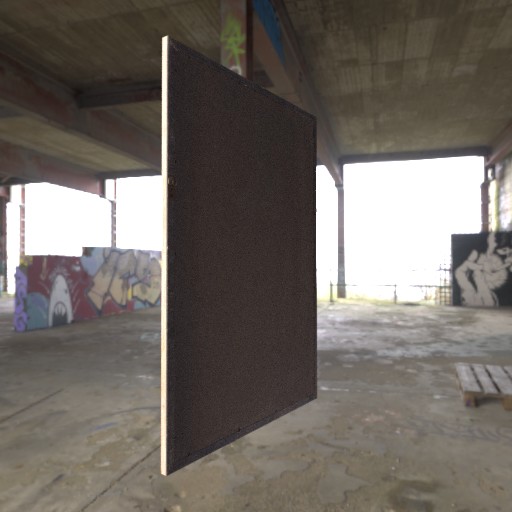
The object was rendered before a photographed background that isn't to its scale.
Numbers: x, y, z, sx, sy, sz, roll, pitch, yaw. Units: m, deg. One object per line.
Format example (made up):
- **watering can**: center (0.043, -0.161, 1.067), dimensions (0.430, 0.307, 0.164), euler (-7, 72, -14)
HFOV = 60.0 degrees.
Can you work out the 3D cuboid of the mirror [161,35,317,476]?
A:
- **mirror**: center (0.000, 0.000, 1.290), dimensions (0.025, 0.996, 0.705), euler (-1, -1, 36)
